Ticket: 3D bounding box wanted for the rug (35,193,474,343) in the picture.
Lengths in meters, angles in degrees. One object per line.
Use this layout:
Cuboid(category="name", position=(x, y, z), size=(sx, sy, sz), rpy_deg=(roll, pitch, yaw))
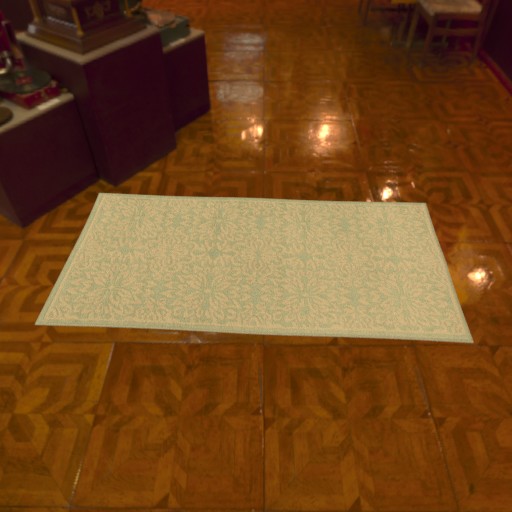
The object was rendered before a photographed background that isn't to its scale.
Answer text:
Cuboid(category="rug", position=(0.000, 0.000, 1.438), size=(1.219, 0.007, 0.604), rpy_deg=(2, 46, 2))
